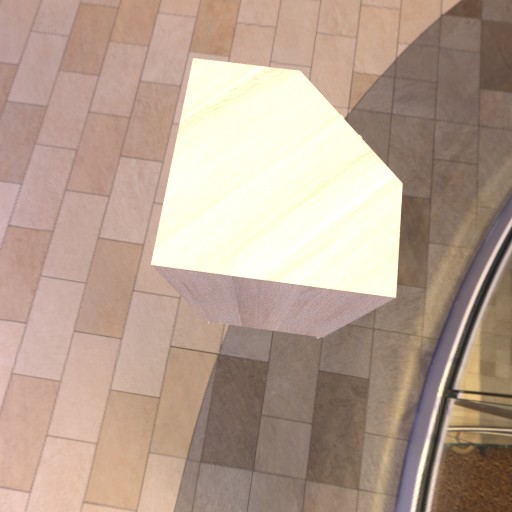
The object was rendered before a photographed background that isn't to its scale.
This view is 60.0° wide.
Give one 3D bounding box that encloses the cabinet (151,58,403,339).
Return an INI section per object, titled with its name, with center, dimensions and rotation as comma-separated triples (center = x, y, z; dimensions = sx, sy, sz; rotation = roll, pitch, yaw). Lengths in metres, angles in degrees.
[cabinet]
center = 0.000, 0.000, 2.651
dimensions = 0.969, 1.957, 1.272
rotation = -36, 78, -9
